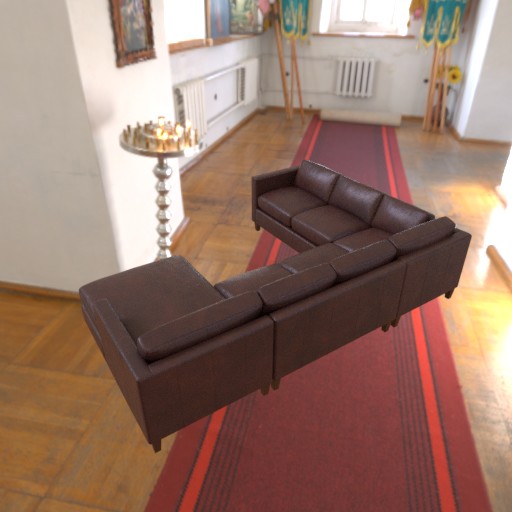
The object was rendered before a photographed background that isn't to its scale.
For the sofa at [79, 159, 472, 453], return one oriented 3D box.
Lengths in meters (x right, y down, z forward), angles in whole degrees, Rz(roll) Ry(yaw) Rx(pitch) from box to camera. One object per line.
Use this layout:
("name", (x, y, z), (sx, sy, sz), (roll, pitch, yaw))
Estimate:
("sofa", (0.000, 0.000, 4.441), (3.324, 0.891, 2.452), (-19, 36, -28))
